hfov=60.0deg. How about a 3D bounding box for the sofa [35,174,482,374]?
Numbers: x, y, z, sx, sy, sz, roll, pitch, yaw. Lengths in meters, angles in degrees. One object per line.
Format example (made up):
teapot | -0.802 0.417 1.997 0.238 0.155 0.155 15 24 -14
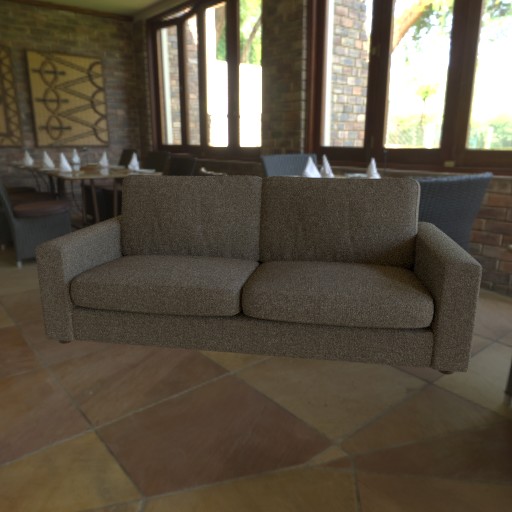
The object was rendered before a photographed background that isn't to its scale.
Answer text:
sofa | 0.000 0.000 2.584 2.179 0.873 1.016 2 15 9
